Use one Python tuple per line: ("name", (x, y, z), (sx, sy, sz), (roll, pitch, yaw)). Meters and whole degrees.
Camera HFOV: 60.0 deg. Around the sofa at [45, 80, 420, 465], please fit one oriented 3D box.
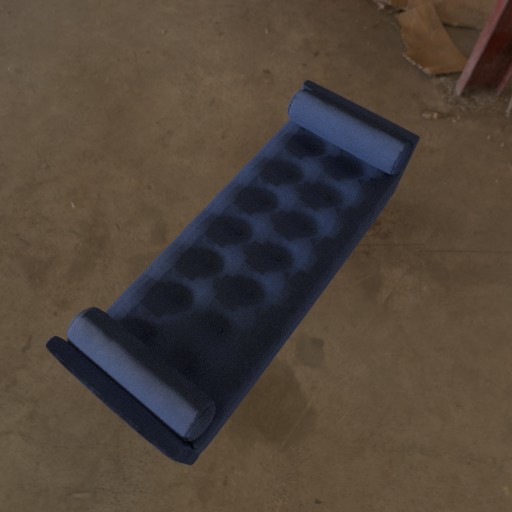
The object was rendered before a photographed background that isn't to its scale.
("sofa", (0.000, 0.000, 2.476), (0.796, 0.705, 2.102), (34, 68, 16))
